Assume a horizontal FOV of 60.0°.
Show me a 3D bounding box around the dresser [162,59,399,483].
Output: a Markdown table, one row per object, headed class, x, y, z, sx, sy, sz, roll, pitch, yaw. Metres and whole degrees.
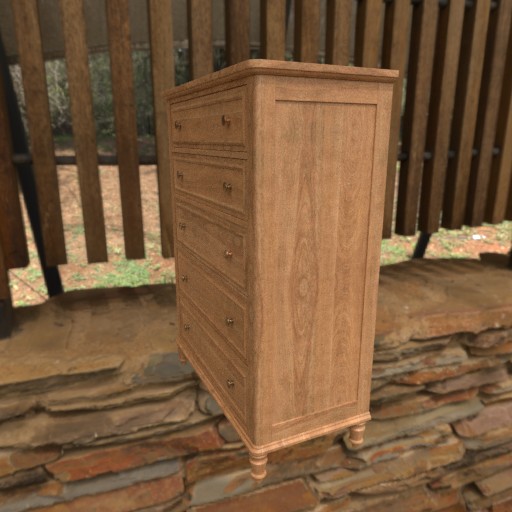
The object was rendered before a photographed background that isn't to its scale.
| class | x | y | z | sx | sy | sz | roll | pitch | yaw |
| --- | --- | --- | --- | --- | --- | --- | --- | --- | --- |
| dresser | 0.000 | 0.000 | 1.811 | 0.484 | 1.318 | 0.973 | -7 | 16 | -24 |
